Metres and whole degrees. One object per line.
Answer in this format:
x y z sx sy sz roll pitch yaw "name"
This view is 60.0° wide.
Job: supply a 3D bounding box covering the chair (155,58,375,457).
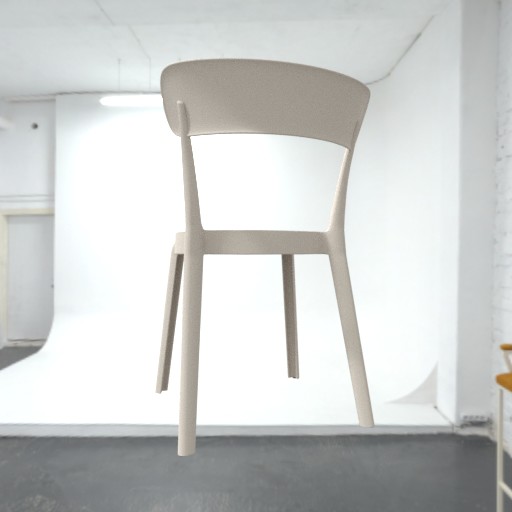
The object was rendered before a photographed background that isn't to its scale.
0.000 0.000 1.125 0.506 0.790 0.491 0 1 -19 "chair"
